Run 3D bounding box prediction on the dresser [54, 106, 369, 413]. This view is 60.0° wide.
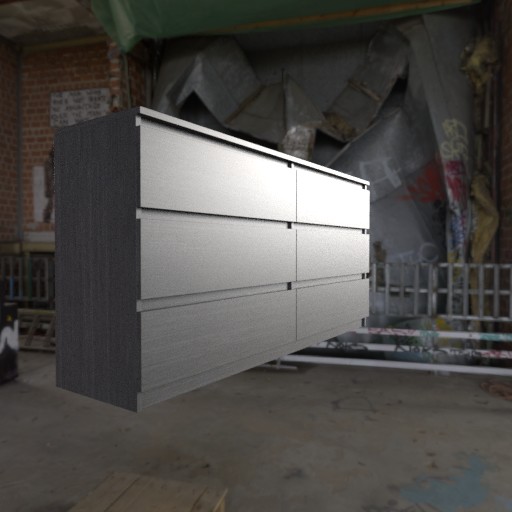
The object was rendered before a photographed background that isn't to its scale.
[{"bbox_3d":[0.000,0.000,1.905,0.400,0.795,1.590,1,1,35],"label":"dresser"}]
